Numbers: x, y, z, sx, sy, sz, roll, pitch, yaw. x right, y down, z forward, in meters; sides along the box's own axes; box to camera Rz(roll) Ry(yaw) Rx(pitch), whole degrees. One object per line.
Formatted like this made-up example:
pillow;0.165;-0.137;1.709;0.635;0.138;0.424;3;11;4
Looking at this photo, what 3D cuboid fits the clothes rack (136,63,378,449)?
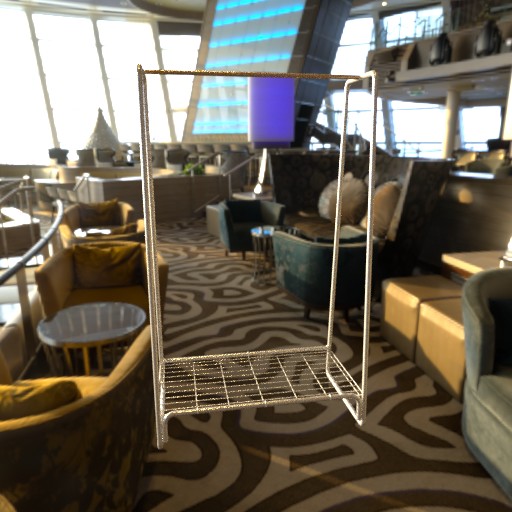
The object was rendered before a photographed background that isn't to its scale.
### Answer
clothes rack;0.000;0.000;1.933;0.900;1.500;0.495;-3;15;-10
